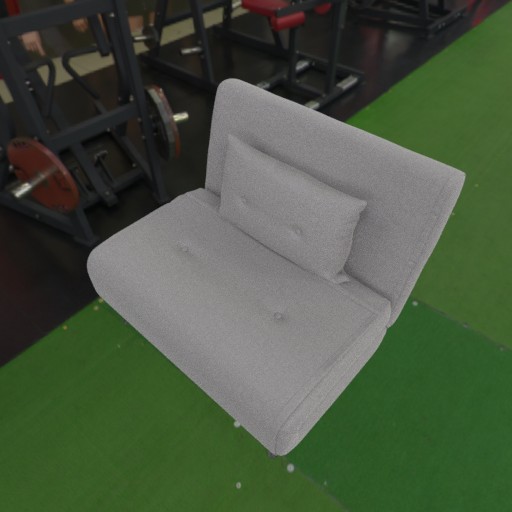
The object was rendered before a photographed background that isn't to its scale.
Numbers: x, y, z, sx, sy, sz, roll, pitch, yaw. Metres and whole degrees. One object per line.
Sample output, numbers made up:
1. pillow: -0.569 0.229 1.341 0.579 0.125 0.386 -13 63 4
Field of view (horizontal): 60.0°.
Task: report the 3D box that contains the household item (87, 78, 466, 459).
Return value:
1. household item: 0.000 0.000 1.627 1.000 0.800 0.874 33 54 28
